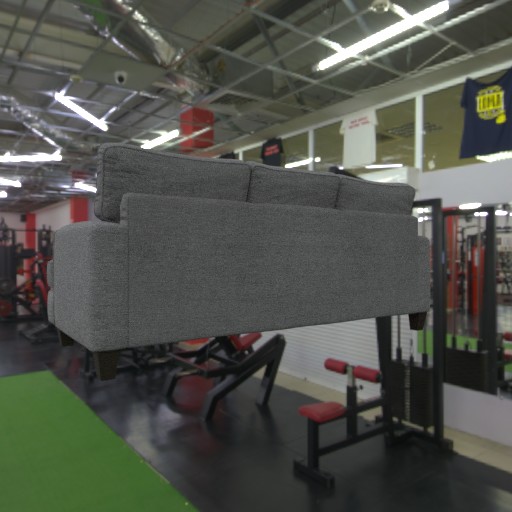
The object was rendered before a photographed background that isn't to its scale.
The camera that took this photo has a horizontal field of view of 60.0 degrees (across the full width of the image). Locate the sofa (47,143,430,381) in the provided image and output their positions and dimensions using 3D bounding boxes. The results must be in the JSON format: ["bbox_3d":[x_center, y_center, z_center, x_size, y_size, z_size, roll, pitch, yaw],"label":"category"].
[{"bbox_3d":[0.000,0.000,2.651,2.158,0.965,0.951,0,0,-35],"label":"sofa"}]
